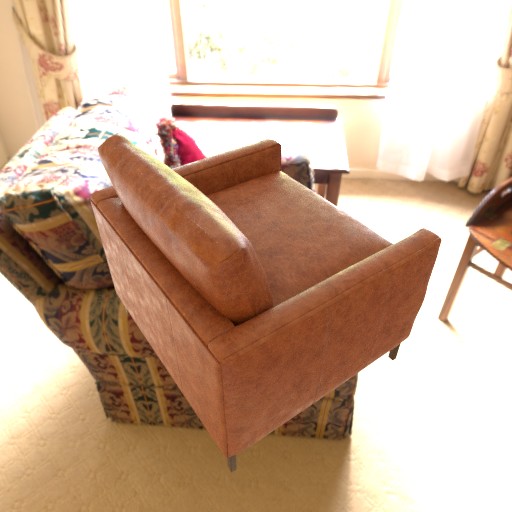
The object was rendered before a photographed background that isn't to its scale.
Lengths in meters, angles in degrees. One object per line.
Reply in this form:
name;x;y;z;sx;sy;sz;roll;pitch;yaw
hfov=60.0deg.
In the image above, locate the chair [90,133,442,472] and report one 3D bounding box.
chair;0.000;0.000;1.649;0.862;0.869;0.967;-24;45;-27
